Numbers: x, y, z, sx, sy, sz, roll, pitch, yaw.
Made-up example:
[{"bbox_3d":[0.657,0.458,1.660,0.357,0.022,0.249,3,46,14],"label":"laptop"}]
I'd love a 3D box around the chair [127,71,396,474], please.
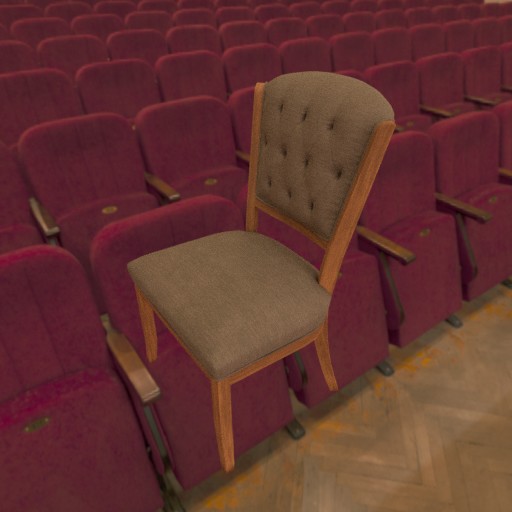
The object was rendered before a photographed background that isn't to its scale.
[{"bbox_3d":[0.000,0.000,1.247,0.584,0.905,0.513,-21,39,-29],"label":"chair"}]
